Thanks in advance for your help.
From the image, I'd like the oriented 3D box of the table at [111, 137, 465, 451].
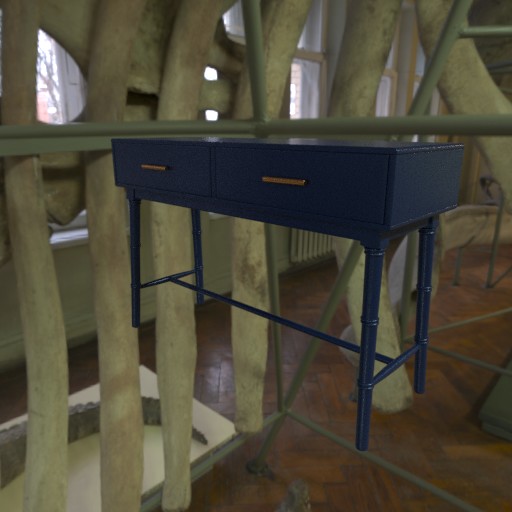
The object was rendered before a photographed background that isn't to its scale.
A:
[{"bbox_3d":[0.000,0.000,1.483,1.118,0.749,0.399,15,22,41],"label":"table"}]
